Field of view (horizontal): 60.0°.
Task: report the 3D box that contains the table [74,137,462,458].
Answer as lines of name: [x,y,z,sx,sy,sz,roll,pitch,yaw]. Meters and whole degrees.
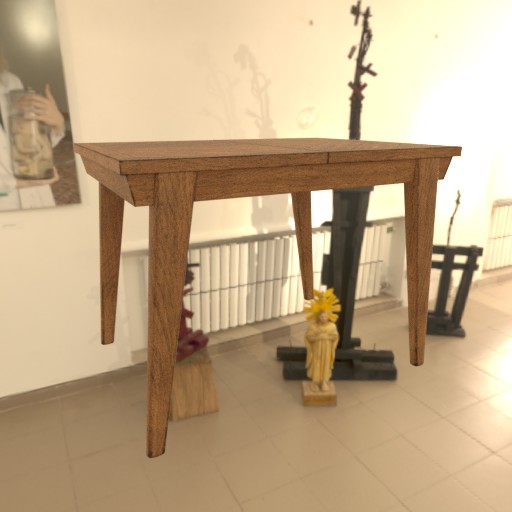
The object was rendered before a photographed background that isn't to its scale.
table: [0.000,0.000,1.557,1.027,0.760,0.757,-9,19,-27]
